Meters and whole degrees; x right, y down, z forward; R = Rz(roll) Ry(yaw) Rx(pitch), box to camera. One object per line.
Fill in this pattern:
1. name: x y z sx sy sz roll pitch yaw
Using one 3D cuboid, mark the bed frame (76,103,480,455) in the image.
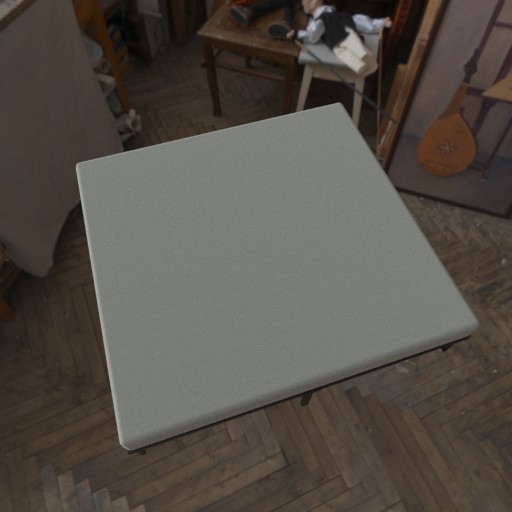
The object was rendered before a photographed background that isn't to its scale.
1. bed frame: 0.000 0.000 3.870 2.635 0.680 2.526 -16 60 -9
